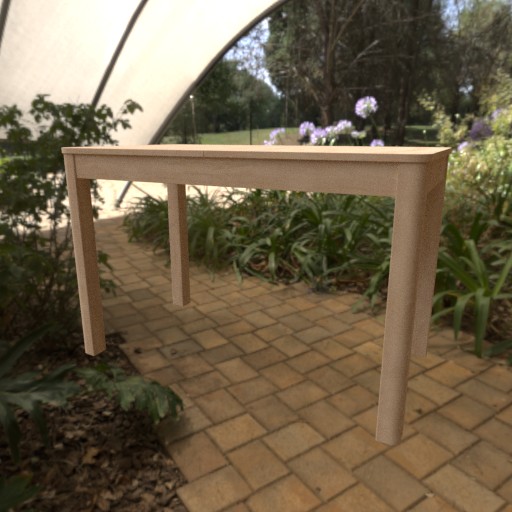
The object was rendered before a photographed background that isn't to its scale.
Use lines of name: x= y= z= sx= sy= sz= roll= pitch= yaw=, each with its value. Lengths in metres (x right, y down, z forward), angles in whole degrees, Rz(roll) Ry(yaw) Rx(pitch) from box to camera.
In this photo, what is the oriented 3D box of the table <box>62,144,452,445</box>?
table: x=0.000 y=0.000 z=1.893 sx=1.400 sy=0.900 sz=0.750 roll=8 pitch=17 yaw=26
